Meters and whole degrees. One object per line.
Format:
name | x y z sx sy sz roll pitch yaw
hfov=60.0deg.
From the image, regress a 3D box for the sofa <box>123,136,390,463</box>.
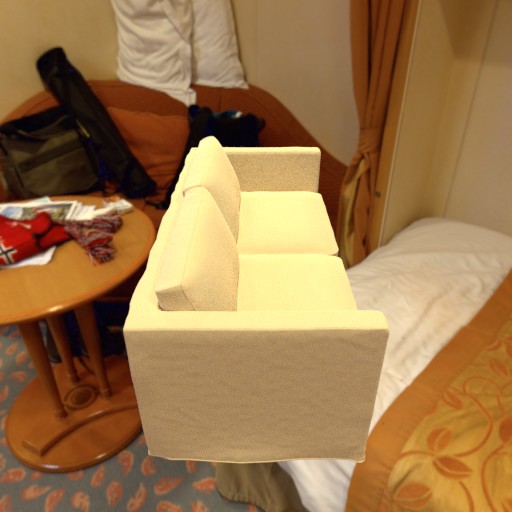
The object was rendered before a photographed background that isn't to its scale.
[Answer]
sofa | 0.000 0.000 2.485 0.940 0.870 1.987 0 32 0
